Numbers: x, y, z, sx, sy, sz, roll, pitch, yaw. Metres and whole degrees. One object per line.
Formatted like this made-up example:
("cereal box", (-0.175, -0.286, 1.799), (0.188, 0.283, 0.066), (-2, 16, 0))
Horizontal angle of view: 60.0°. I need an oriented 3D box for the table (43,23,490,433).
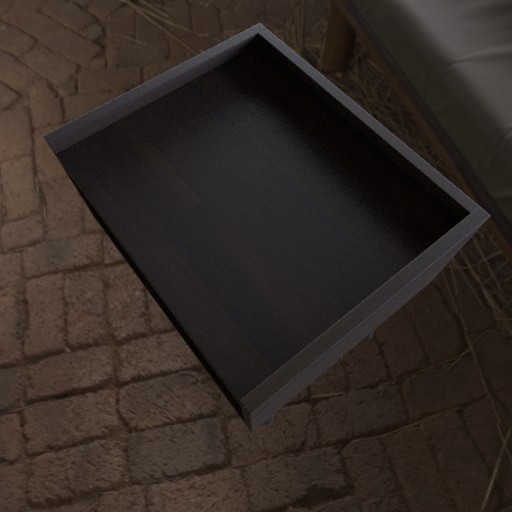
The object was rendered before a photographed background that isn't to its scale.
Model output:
("table", (0.000, 0.000, 0.776), (0.370, 0.470, 0.450), (-35, 69, -16))
